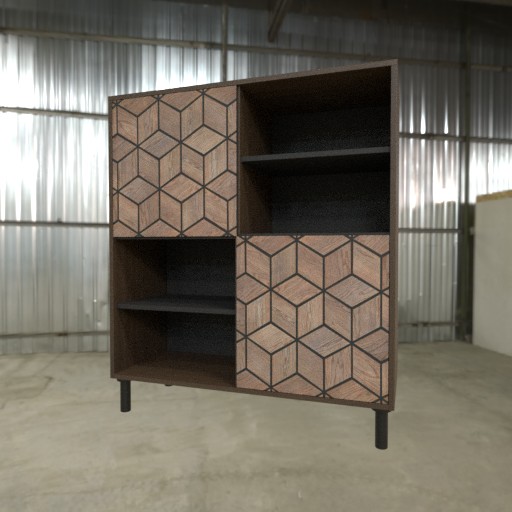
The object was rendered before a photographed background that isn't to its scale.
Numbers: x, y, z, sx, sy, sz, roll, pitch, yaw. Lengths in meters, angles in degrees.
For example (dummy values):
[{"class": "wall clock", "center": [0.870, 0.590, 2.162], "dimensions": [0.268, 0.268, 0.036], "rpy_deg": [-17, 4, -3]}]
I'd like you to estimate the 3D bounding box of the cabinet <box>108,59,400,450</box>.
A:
[{"class": "cabinet", "center": [0.000, 0.000, 1.662], "dimensions": [1.010, 1.170, 0.400], "rpy_deg": [0, 2, 19]}]
